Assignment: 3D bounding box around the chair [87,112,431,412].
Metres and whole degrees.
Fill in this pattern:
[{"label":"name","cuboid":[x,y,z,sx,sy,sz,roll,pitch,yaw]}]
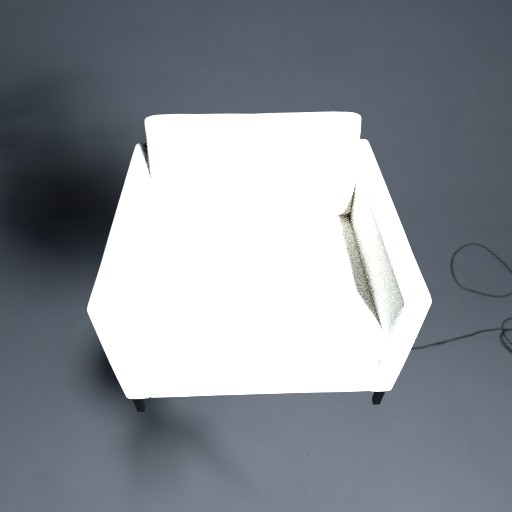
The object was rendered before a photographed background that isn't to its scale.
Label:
[{"label":"chair","cuboid":[0.000,0.000,1.628,0.964,0.806,0.875,-1,45,-1]}]
